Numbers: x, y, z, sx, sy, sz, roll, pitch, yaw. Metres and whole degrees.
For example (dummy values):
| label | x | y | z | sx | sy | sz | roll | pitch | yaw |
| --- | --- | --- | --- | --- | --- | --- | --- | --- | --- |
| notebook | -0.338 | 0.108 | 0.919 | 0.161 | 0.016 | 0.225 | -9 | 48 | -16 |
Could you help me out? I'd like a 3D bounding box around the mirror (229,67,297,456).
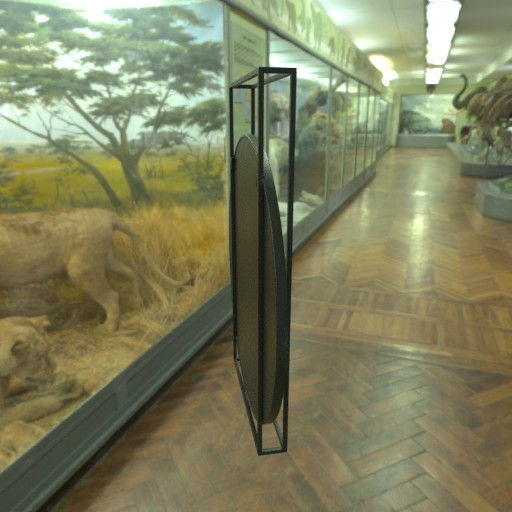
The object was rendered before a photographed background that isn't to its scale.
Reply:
| label | x | y | z | sx | sy | sz | roll | pitch | yaw |
| --- | --- | --- | --- | --- | --- | --- | --- | --- | --- |
| mirror | 0.000 | 0.000 | 0.806 | 0.051 | 0.603 | 0.508 | -3 | 17 | -10 |
